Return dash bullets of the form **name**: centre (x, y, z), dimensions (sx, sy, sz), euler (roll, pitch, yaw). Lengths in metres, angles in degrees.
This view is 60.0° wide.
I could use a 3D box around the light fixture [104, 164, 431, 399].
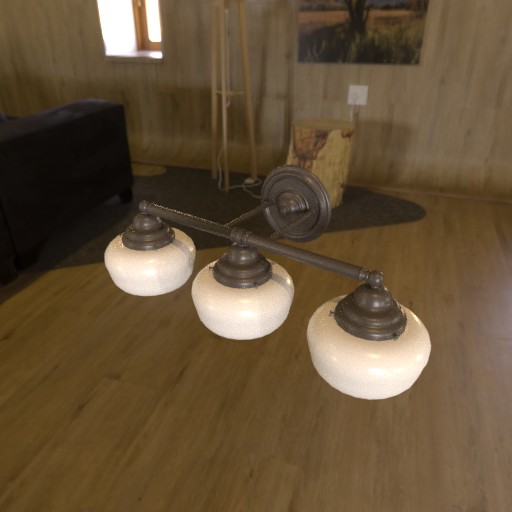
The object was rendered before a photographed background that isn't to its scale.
- **light fixture**: centre (0.000, 0.000, 0.720), dimensions (0.587, 0.242, 0.239), euler (18, 34, 30)
